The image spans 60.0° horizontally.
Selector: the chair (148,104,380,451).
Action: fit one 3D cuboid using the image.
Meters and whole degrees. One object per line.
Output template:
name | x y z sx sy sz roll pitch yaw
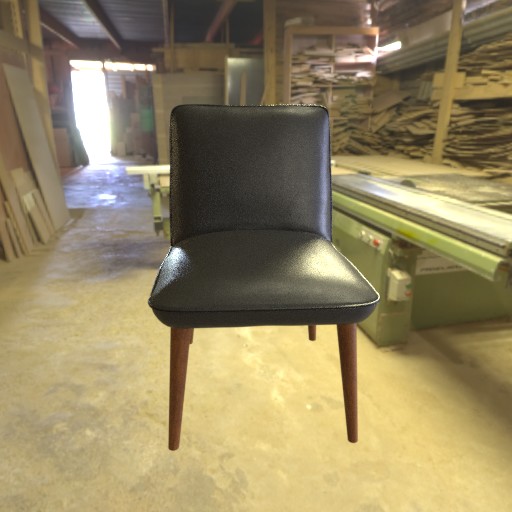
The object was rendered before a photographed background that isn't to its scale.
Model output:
chair | 0.000 0.000 1.214 0.543 0.801 0.645 -2 18 -8
